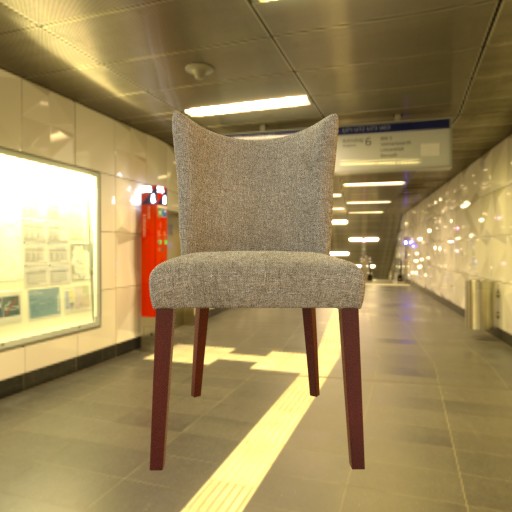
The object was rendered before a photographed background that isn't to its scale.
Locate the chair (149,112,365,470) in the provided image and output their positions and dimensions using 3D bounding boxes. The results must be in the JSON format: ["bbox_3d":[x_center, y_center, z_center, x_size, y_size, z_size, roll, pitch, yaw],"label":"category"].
[{"bbox_3d":[0.000,0.000,1.265,0.535,0.924,0.623,0,1,-1],"label":"chair"}]
